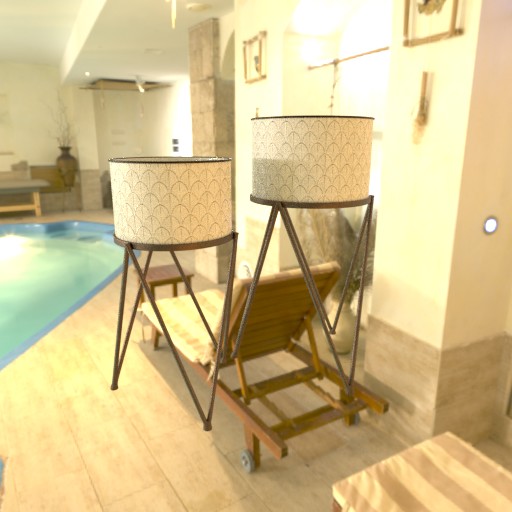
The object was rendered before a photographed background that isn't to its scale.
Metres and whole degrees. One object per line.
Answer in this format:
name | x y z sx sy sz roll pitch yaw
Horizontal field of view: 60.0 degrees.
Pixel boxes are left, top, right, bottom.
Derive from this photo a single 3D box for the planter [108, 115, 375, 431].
planter | 0.000 0.000 1.186 0.769 0.712 0.413 -7 16 -26
